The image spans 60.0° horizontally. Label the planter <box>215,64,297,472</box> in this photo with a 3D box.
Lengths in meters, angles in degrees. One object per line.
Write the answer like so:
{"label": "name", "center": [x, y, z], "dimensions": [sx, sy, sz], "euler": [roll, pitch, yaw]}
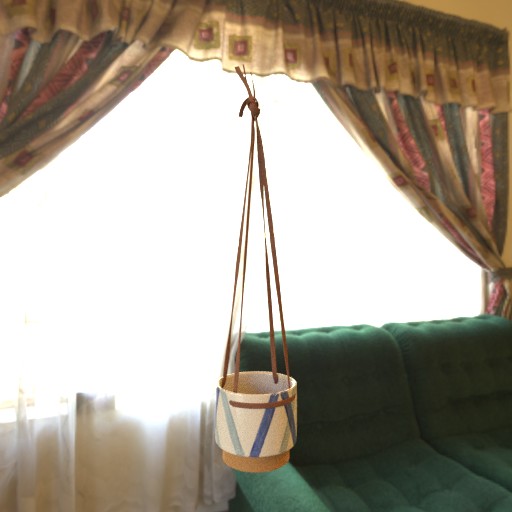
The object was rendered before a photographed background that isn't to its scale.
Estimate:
{"label": "planter", "center": [0.000, 0.000, 0.830], "dimensions": [0.153, 0.753, 0.157], "euler": [0, 1, -38]}
